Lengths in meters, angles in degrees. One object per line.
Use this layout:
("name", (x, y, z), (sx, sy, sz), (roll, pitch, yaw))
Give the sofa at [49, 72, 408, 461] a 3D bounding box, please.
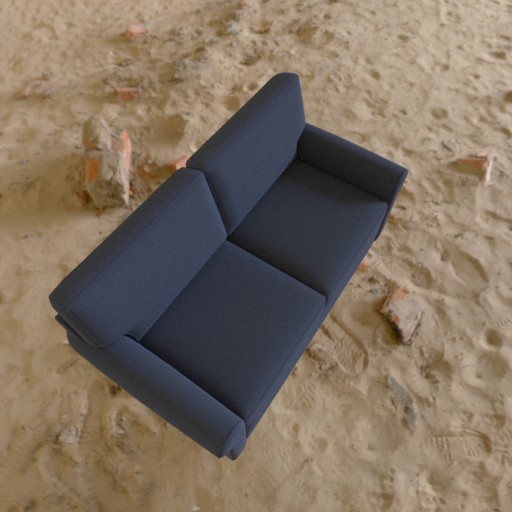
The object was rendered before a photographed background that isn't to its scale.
("sofa", (0.000, 0.000, 2.471), (0.940, 1.020, 1.930), (30, 62, 17))
